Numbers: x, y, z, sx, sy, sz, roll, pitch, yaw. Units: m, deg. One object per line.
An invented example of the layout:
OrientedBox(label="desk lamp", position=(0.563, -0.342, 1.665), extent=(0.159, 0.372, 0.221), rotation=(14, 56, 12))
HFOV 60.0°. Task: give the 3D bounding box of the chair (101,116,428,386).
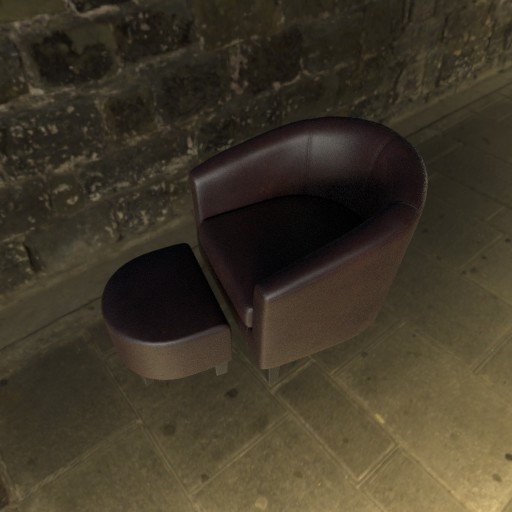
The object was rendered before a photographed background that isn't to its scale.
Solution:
OrientedBox(label="chair", position=(0.000, 0.000, 1.681), extent=(1.176, 0.755, 0.737), rotation=(-18, 47, -17))
